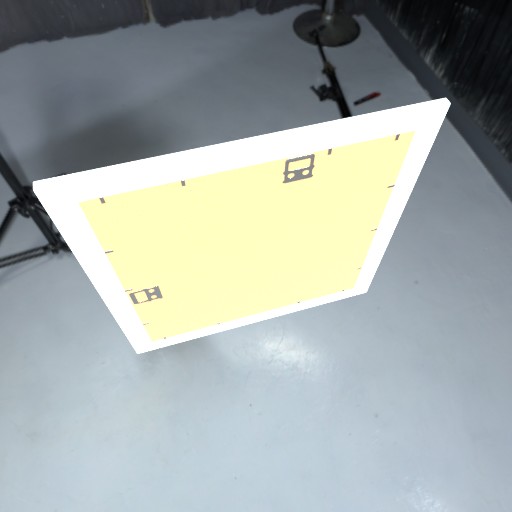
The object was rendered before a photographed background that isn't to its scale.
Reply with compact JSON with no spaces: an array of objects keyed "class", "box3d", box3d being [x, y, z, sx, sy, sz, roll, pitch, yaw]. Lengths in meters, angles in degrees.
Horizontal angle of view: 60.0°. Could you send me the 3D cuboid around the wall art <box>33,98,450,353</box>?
[{"class":"wall art","box3d":[0.000,0.000,0.846,0.584,0.584,0.013,-14,58,-9]}]
